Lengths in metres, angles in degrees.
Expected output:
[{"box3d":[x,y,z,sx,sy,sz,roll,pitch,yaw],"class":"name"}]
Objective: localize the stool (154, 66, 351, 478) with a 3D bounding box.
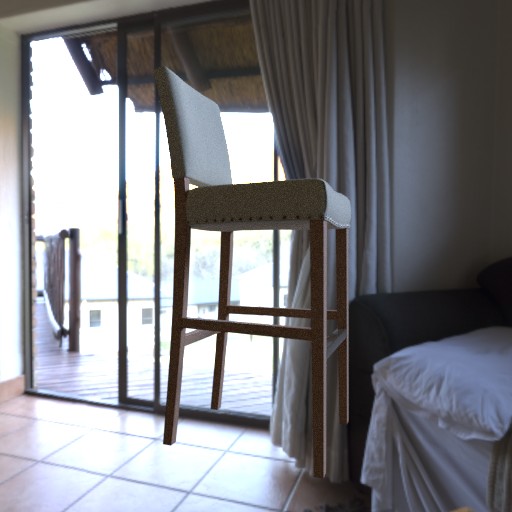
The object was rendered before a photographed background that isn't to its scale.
[{"box3d":[0.000,0.000,1.425,0.546,1.143,0.428,0,0,20],"class":"stool"}]
